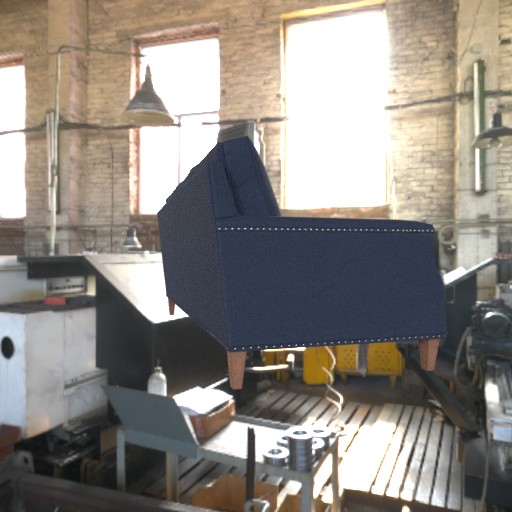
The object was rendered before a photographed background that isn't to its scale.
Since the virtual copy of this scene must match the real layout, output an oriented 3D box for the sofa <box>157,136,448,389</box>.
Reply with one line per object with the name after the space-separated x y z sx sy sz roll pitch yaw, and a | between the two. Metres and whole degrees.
0.000 0.000 2.834 1.084 1.003 2.246 0 0 -17 | sofa
